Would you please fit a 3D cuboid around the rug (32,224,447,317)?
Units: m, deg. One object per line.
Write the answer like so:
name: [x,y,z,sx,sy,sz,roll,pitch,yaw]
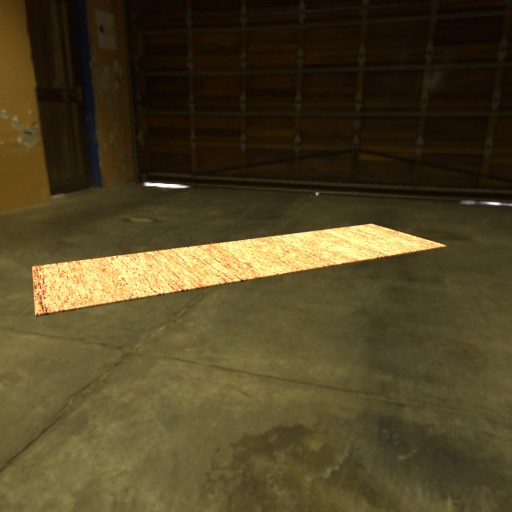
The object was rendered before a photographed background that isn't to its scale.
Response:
rug: [0.000,0.000,2.473,2.237,0.014,0.680,-8,18,-25]
